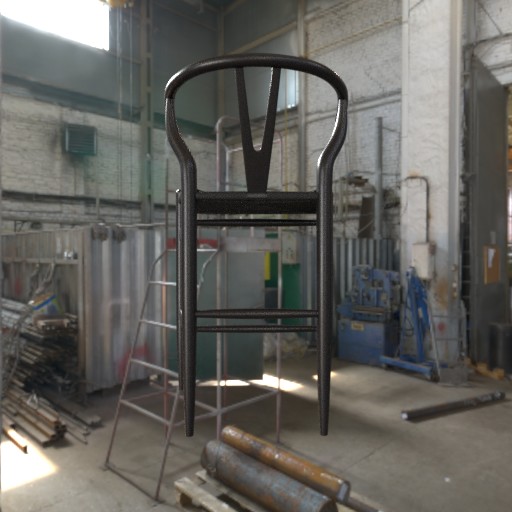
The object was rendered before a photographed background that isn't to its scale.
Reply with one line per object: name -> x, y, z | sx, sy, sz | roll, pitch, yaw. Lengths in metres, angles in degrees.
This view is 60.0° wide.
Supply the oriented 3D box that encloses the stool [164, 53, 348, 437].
stool -> 0.000, 0.000, 1.335 | 0.569, 0.970, 0.579 | 0, 0, -1
